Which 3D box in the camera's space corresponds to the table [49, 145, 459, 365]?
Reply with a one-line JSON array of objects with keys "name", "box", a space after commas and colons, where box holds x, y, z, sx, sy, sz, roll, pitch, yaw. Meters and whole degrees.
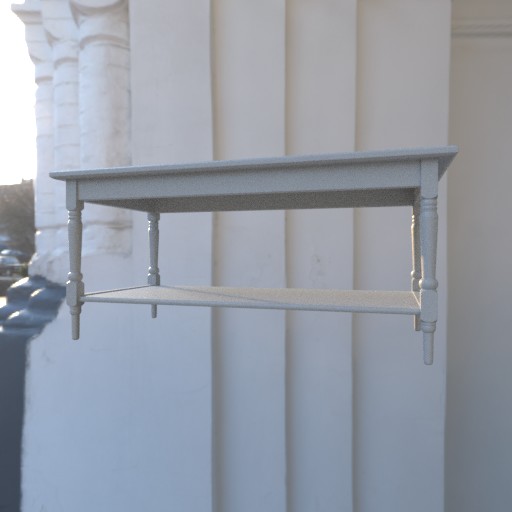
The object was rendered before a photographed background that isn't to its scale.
[{"name": "table", "box": [0.000, 0.000, 1.412, 1.109, 0.506, 0.551, 0, 1, 17]}]
